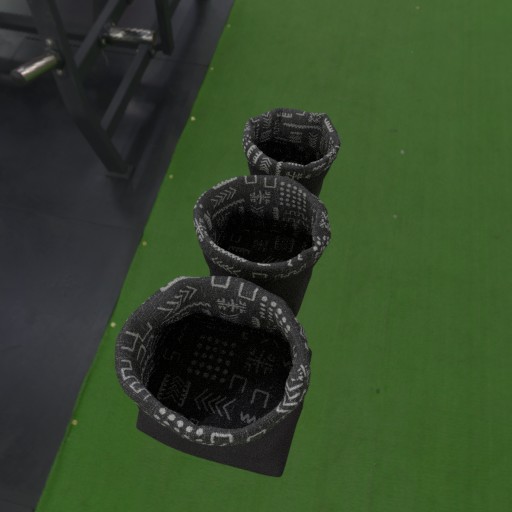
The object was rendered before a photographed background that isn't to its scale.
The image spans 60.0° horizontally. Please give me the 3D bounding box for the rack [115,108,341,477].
[{"bbox_3d":[0.000,0.000,1.064,0.379,0.323,0.905,13,64,7],"label":"rack"}]
